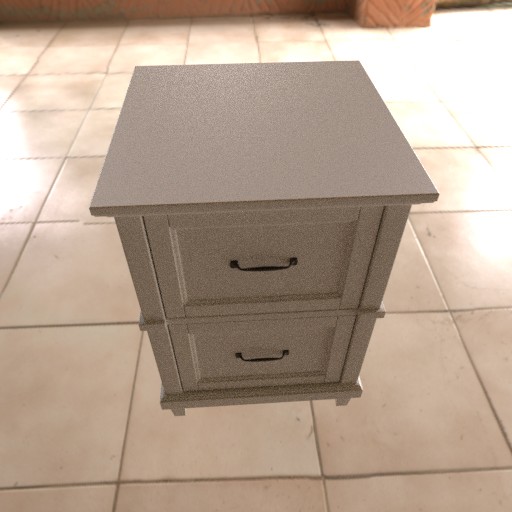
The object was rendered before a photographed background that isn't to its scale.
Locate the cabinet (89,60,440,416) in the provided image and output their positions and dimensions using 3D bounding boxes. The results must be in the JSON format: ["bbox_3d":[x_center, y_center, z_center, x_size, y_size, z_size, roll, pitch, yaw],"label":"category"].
[{"bbox_3d":[0.000,0.000,1.149,0.544,0.775,0.547,-3,45,-3],"label":"cabinet"}]
